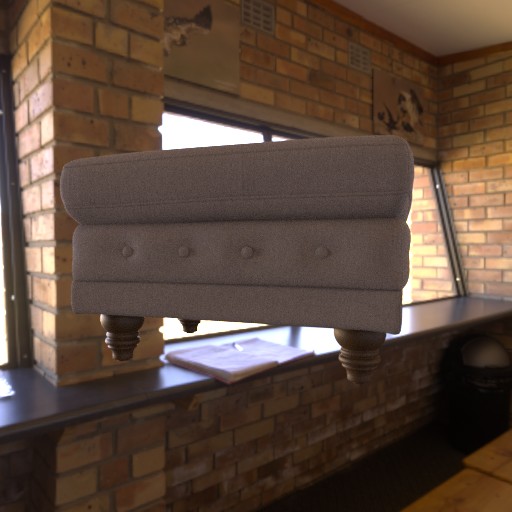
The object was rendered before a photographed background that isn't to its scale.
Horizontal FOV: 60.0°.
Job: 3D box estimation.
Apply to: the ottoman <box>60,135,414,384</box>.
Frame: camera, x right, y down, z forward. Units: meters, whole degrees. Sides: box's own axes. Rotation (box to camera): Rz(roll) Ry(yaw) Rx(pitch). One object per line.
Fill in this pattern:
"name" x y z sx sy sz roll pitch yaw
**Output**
"ottoman" 0.000 0.000 1.148 0.771 0.500 0.569 0 1 18
